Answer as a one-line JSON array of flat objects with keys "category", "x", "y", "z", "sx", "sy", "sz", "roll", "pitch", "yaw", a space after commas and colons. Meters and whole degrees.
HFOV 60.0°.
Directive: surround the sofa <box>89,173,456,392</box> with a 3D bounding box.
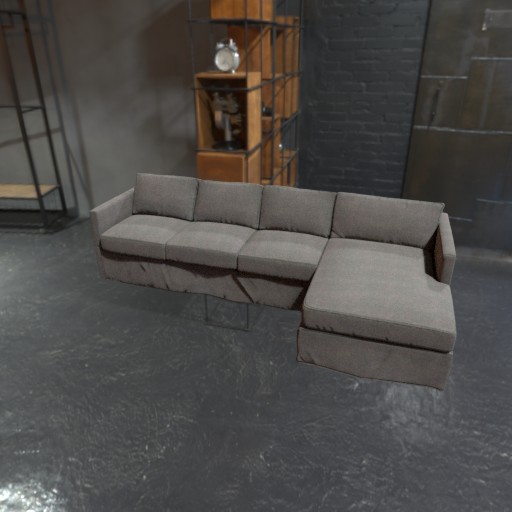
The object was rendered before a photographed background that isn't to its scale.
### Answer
[{"category": "sofa", "x": 0.000, "y": 0.000, "z": 3.872, "sx": 3.205, "sy": 0.922, "sz": 1.650, "roll": 8, "pitch": 27, "yaw": 16}]
